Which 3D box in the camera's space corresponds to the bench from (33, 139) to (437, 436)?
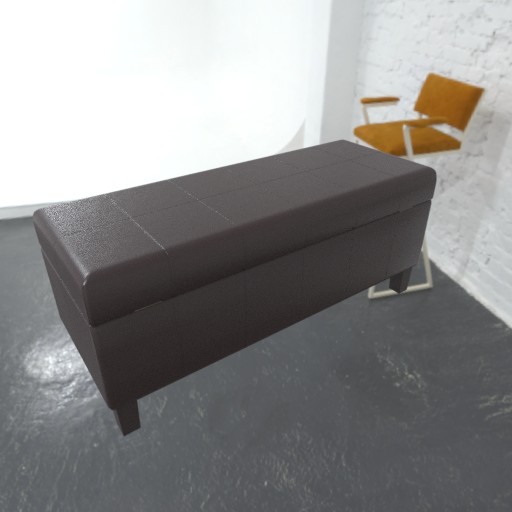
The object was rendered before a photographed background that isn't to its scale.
[{"bbox_3d":[0.000,0.000,1.343,1.092,0.457,0.429,-20,36,-30],"label":"bench"}]
